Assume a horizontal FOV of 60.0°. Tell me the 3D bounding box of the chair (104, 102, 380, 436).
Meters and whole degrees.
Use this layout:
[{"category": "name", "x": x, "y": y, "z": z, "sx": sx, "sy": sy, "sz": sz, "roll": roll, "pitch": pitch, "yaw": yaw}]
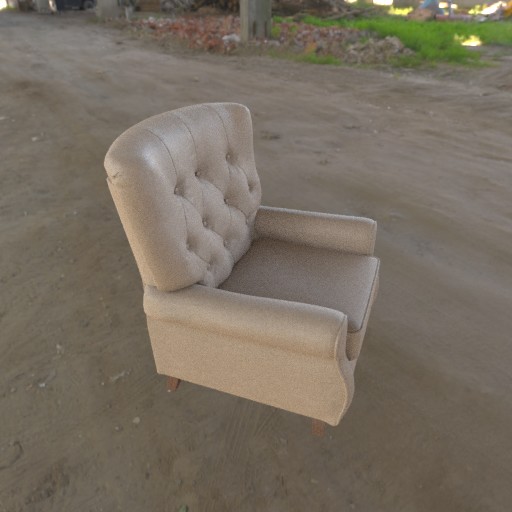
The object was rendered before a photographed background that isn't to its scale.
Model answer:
[{"category": "chair", "x": 0.000, "y": 0.000, "z": 1.935, "sx": 1.041, "sy": 1.138, "sz": 0.999, "roll": 11, "pitch": 33, "yaw": 18}]
